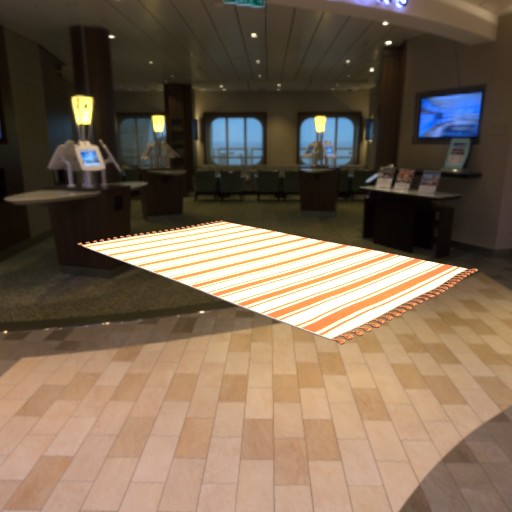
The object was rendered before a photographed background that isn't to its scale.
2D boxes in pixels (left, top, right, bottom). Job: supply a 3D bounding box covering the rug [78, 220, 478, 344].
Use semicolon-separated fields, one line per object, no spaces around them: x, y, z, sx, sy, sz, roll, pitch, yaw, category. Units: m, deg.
0.000;0.000;2.596;1.232;0.017;2.092;-14;20;-43;rug
